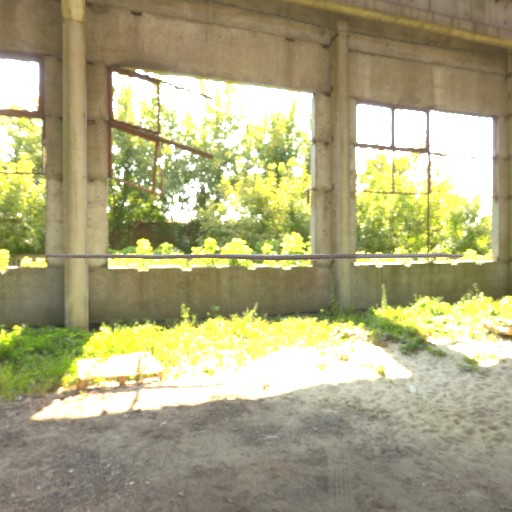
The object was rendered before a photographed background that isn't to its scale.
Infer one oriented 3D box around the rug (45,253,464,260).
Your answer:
[{"bbox_3d":[0.000,0.000,4.045,3.011,0.054,2.399,0,0,37],"label":"rug"}]
